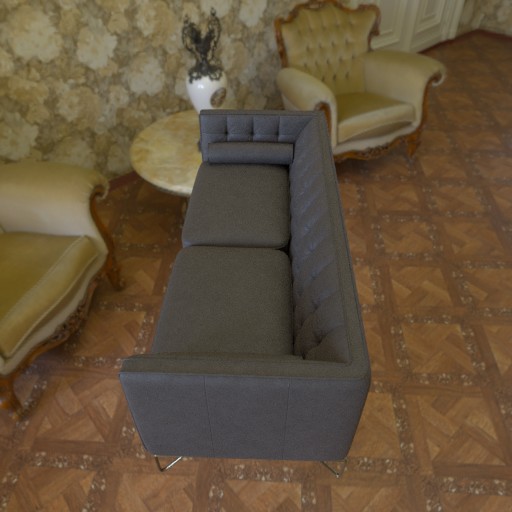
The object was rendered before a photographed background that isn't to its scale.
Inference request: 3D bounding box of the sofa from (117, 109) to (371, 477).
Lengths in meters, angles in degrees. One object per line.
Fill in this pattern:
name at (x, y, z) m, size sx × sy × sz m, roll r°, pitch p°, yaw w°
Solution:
sofa at (0.000, 0.000, 2.453) m, size 0.867 × 0.789 × 2.087 m, roll 2°, pitch 42°, yaw 2°
